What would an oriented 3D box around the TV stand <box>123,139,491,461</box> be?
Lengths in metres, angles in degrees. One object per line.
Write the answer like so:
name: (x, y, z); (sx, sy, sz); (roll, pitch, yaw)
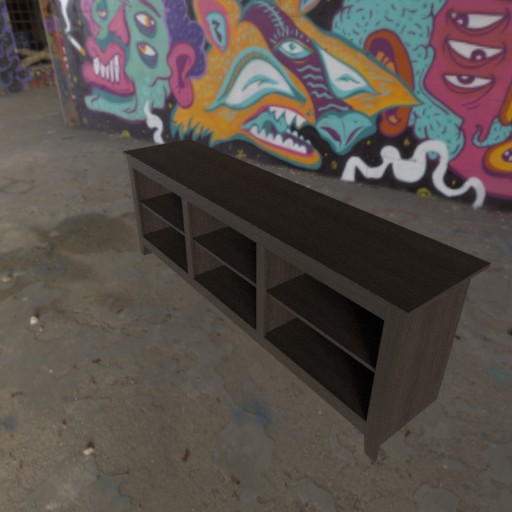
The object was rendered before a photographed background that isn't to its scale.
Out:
TV stand: (0.000, 0.000, 1.980); (0.406, 0.610, 1.778); (-21, 36, -32)
